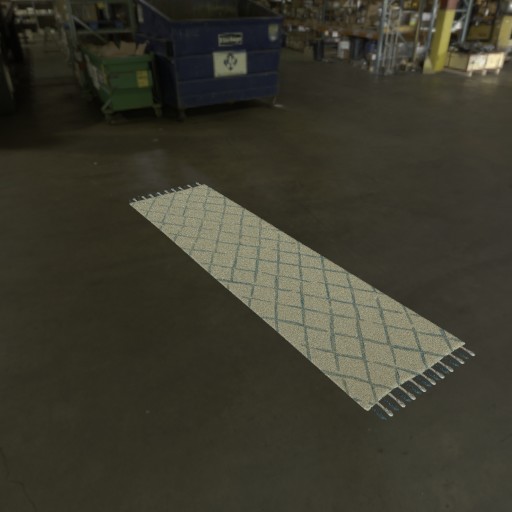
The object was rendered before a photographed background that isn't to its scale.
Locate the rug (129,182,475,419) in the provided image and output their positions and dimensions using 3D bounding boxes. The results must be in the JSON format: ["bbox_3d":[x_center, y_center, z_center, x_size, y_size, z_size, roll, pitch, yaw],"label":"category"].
[{"bbox_3d":[0.000,0.000,2.544,0.620,0.008,2.372,-20,37,-30],"label":"rug"}]
